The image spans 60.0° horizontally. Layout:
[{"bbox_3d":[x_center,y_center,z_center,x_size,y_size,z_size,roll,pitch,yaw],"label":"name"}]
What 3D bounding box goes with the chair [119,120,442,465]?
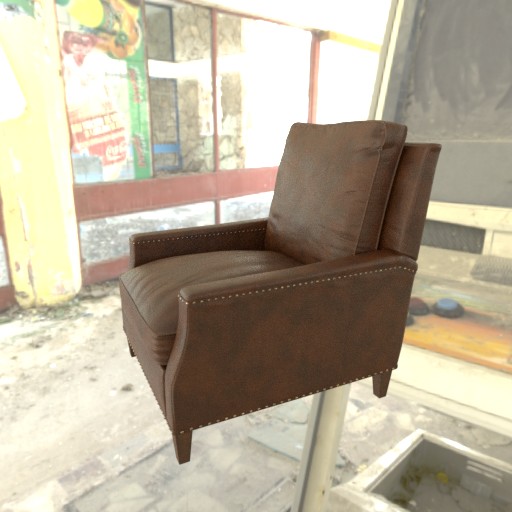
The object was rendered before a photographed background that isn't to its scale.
[{"bbox_3d":[0.000,0.000,1.801,1.035,1.054,0.854,-8,18,-25],"label":"chair"}]
